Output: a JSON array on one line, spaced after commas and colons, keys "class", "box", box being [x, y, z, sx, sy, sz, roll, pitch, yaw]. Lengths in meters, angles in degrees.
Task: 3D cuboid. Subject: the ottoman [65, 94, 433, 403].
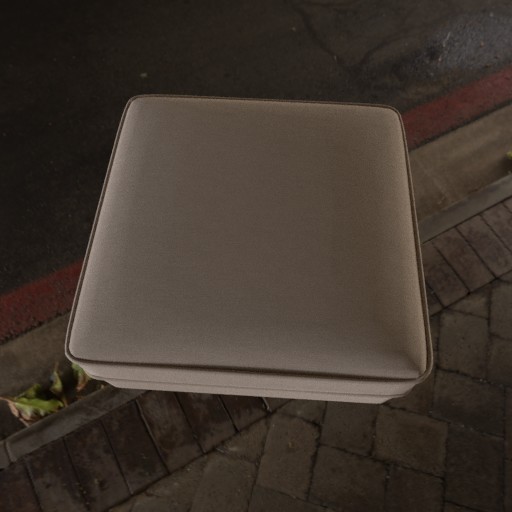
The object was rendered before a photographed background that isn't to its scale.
[{"class": "ottoman", "box": [0.000, 0.000, 1.001, 0.616, 0.438, 0.613, 3, 64, 2]}]
